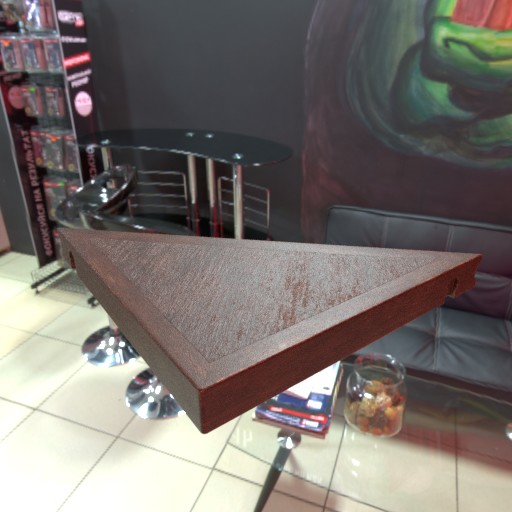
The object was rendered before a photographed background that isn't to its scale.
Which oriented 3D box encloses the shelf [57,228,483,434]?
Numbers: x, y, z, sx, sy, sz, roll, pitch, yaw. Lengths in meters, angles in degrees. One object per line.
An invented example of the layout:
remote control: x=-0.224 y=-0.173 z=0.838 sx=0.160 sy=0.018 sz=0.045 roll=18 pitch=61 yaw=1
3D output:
shelf: x=0.000 y=0.000 z=0.440 sx=0.296 sy=0.035 sz=0.296 roll=-18 pitch=32 yaw=-32
